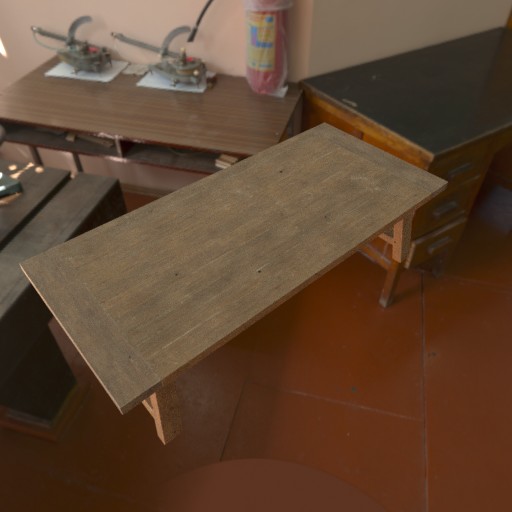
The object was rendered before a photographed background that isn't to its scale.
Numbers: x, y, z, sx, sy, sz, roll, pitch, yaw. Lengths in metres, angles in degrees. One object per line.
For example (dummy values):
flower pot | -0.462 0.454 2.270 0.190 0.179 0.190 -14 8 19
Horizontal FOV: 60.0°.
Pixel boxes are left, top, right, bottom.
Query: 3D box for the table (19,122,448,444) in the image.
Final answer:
table | 0.000 0.000 2.138 1.800 0.465 0.820 -31 52 -28
